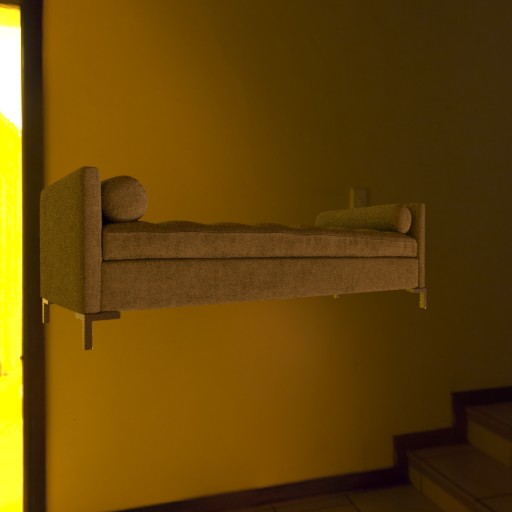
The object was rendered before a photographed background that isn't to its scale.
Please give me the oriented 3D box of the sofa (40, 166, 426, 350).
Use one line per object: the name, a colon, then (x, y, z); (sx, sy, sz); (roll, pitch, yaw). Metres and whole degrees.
sofa: (0.000, 0.000, 2.483); (2.102, 0.657, 0.797); (0, 1, -36)
